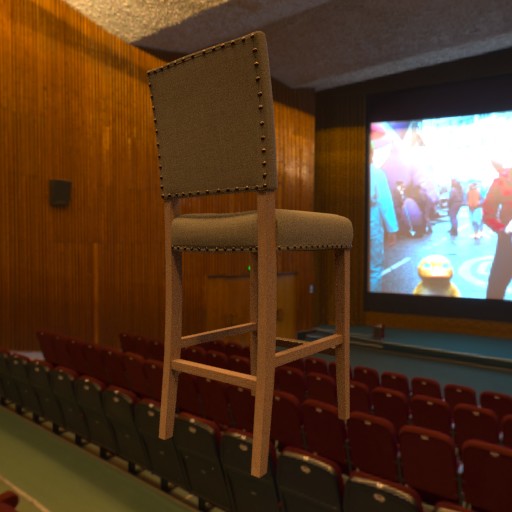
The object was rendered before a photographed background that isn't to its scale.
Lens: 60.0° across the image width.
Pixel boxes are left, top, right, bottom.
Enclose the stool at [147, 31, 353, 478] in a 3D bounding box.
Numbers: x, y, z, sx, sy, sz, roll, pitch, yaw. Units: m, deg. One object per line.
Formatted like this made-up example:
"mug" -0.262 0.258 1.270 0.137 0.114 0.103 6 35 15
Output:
"stool" 0.000 0.000 1.486 0.445 1.173 0.585 1 2 37
